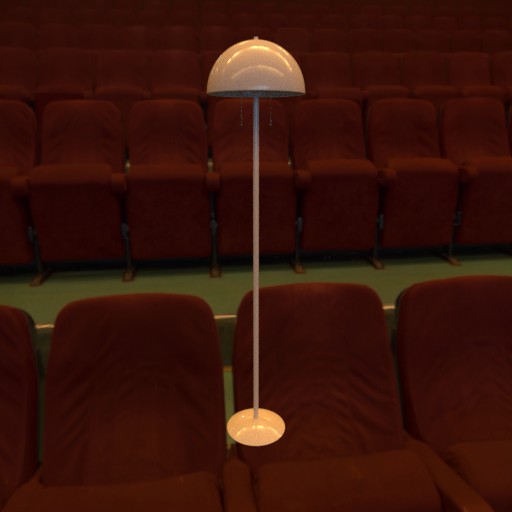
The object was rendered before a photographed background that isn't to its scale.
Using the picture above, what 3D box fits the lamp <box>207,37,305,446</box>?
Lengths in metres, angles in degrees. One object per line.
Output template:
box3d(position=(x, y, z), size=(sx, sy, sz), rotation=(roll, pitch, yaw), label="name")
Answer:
box3d(position=(0.000, 0.000, 1.646), size=(0.328, 1.480, 0.328), rotation=(-2, 16, -8), label="lamp")
